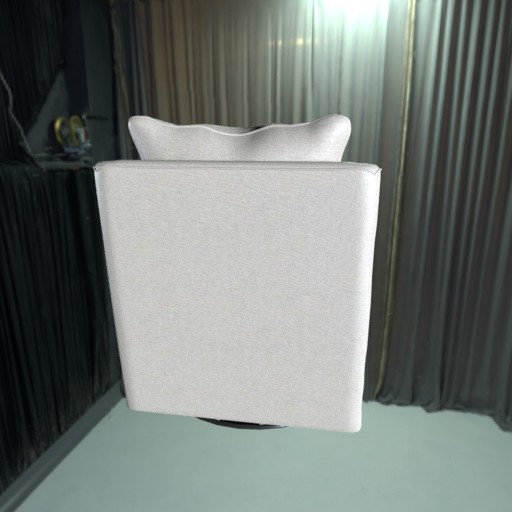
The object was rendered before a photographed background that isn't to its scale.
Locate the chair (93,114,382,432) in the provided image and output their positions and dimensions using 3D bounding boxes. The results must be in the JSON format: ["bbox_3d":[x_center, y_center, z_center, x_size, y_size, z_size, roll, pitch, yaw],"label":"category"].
[{"bbox_3d":[0.000,0.000,1.601,0.760,0.942,0.876,2,15,9],"label":"chair"}]
